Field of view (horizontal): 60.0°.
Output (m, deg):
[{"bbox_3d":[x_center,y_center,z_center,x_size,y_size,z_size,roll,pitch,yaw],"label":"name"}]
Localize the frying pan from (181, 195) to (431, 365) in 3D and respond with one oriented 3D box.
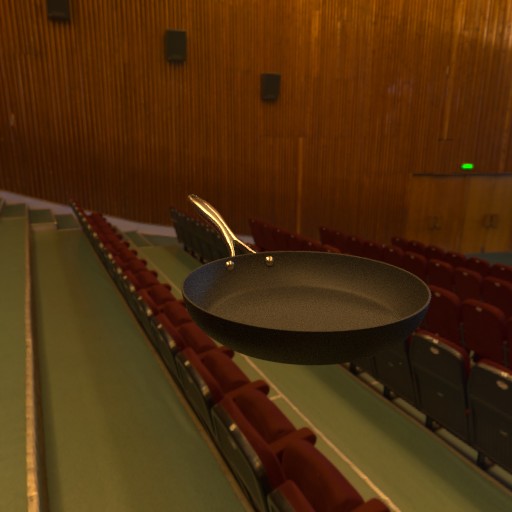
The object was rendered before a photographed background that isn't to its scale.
[{"bbox_3d":[0.000,0.000,0.564,0.255,0.105,0.472,-8,17,-26],"label":"frying pan"}]
